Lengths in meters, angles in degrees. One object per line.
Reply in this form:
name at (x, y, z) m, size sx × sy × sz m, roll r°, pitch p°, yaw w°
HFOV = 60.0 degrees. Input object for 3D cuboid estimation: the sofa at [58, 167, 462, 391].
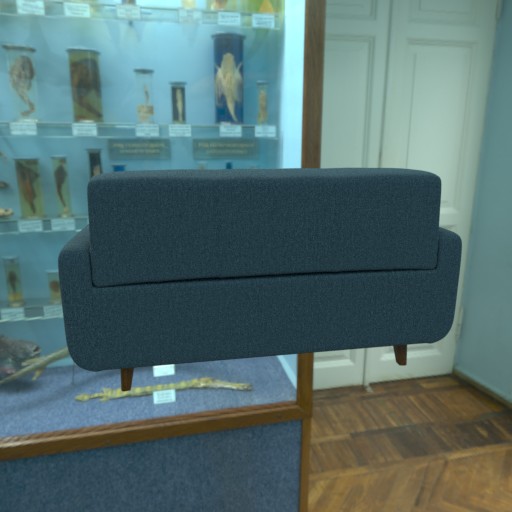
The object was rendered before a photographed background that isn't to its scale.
sofa at (0.000, 0.000, 2.230) m, size 1.651 × 0.896 × 0.942 m, roll -3°, pitch 15°, yaw -10°
